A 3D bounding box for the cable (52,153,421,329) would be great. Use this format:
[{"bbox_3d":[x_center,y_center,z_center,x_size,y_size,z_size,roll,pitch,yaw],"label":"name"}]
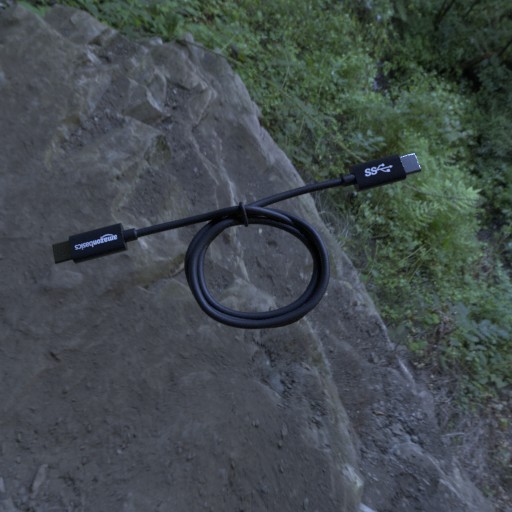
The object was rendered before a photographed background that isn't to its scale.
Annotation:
[{"bbox_3d":[0.000,0.000,0.210,0.186,0.014,0.070,-15,75,-4],"label":"cable"}]
